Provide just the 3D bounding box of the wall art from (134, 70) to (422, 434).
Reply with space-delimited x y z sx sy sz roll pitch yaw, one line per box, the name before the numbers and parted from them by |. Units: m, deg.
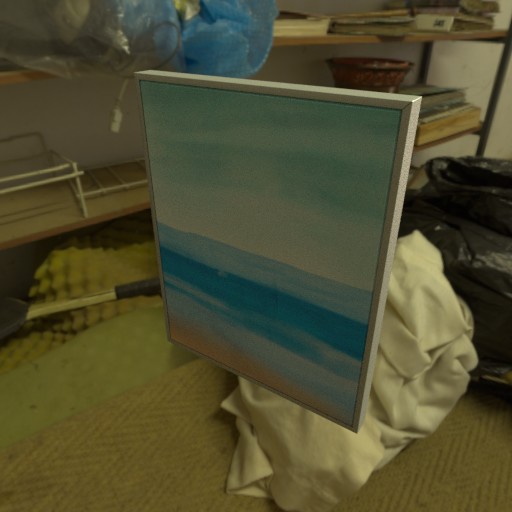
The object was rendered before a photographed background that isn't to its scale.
wall art | 0.000 0.000 0.752 0.445 0.553 0.039 18 34 29
